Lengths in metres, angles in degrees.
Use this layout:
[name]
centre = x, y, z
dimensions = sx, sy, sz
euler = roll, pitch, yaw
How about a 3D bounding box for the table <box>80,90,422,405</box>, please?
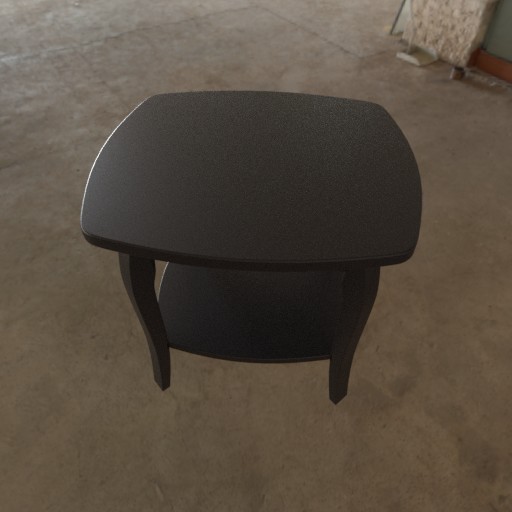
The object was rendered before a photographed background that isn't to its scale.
[table]
centre = 0.000, 0.000, 0.870
dimensions = 0.508, 0.457, 0.457
euler = 3, 46, 3
